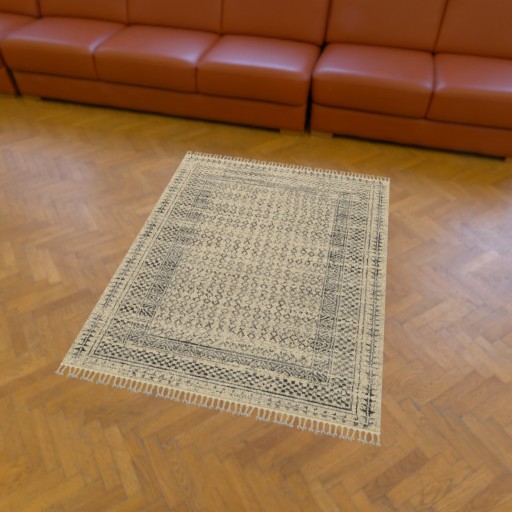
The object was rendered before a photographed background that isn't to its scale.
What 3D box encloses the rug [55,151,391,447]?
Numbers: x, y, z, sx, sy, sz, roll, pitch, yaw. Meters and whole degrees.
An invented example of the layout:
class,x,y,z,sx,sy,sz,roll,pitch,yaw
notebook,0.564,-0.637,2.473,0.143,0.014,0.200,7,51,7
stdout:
class,x,y,z,sx,sy,sz,roll,pitch,yaw
rug,0.000,0.000,3.977,2.312,0.013,2.940,10,47,9
